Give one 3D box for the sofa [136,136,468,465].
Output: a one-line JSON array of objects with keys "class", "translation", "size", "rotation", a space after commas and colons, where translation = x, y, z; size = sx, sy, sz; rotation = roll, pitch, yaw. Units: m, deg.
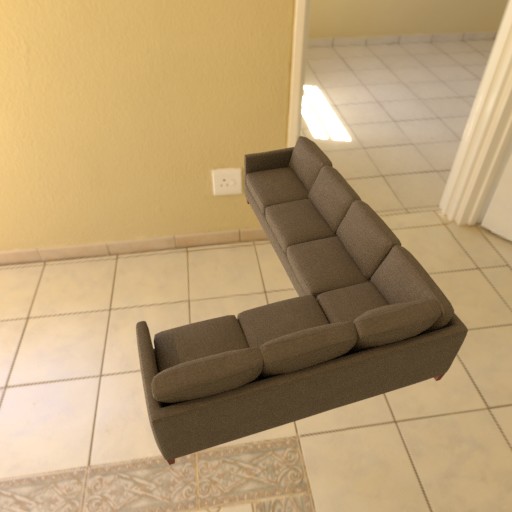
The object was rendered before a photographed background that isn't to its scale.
[{"class": "sofa", "translation": [0.000, 0.000, 4.571], "size": [2.593, 0.947, 3.302], "rotation": [-12, 43, -13]}]
